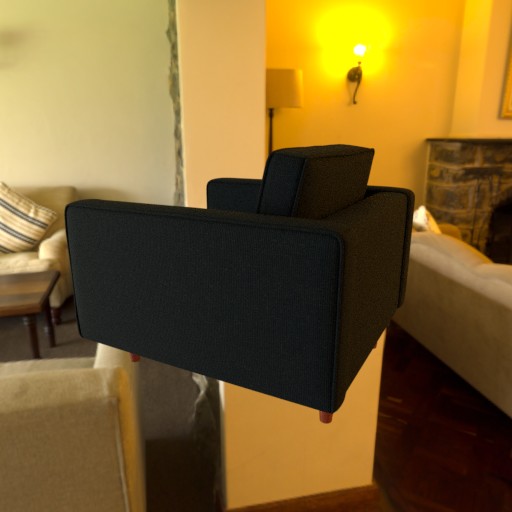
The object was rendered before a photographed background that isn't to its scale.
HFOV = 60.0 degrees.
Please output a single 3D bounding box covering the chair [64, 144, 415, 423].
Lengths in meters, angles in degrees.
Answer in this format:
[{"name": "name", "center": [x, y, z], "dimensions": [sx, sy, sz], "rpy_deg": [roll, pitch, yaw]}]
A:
[{"name": "chair", "center": [0.000, 0.000, 1.581], "dimensions": [0.920, 0.770, 0.899], "rpy_deg": [8, 18, 27]}]
